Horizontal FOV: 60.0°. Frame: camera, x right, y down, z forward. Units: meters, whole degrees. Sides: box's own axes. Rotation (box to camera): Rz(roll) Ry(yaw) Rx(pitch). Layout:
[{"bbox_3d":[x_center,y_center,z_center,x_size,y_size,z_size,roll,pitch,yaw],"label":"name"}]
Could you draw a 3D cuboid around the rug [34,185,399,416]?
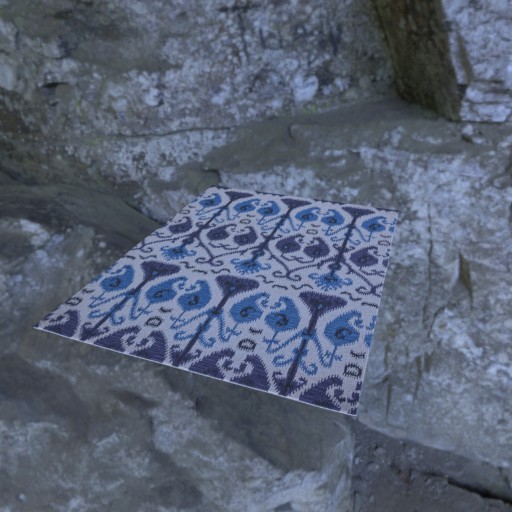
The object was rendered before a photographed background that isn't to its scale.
[{"bbox_3d":[0.000,0.000,4.313,2.443,0.024,3.228,10,31,17],"label":"rug"}]
